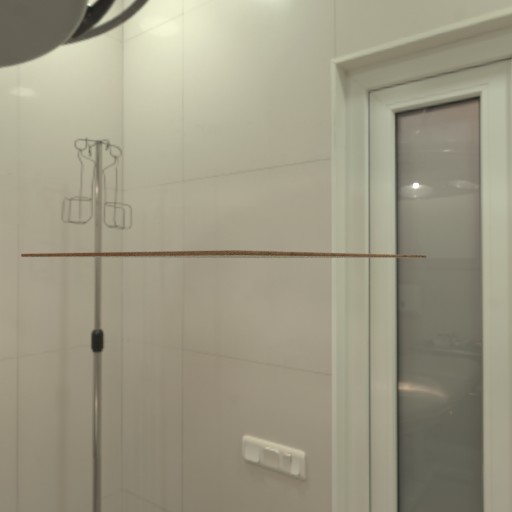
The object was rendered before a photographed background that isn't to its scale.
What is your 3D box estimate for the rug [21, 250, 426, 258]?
[{"bbox_3d":[0.000,0.000,2.314,1.219,0.014,1.829,0,-1,37],"label":"rug"}]
